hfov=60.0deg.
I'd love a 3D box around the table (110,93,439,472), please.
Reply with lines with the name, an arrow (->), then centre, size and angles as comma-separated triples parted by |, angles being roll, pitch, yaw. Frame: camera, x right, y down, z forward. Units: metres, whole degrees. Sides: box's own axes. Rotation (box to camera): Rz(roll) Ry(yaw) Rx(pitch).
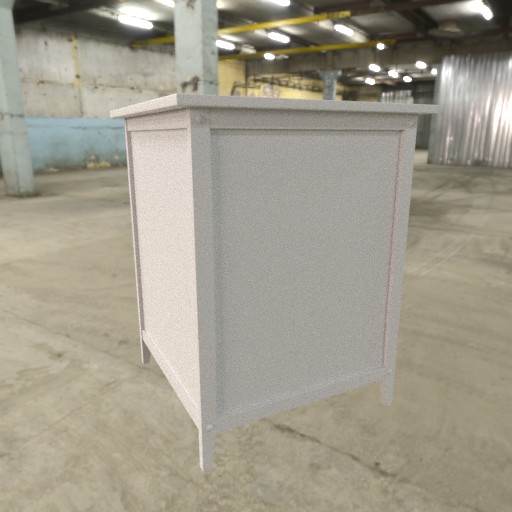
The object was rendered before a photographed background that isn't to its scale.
table -> 0.000, 0.000, 0.762 | 0.381, 0.483, 0.381 | -8, 17, -26
